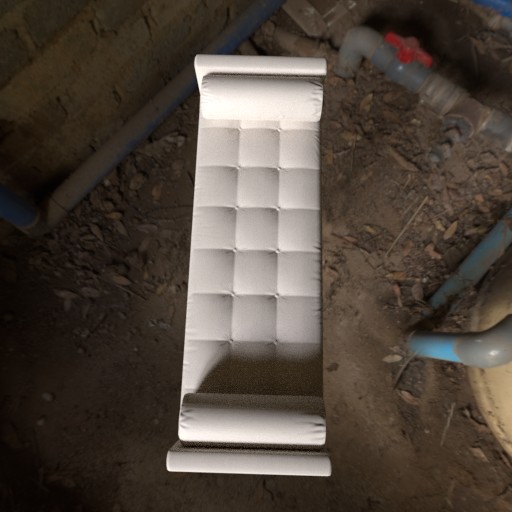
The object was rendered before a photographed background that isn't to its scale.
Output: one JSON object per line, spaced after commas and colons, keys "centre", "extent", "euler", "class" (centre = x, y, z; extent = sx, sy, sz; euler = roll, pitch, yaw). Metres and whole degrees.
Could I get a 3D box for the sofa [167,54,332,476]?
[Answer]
{"centre": [0.000, 0.000, 2.331], "extent": [0.686, 0.635, 1.981], "euler": [2, 76, 0], "class": "sofa"}
